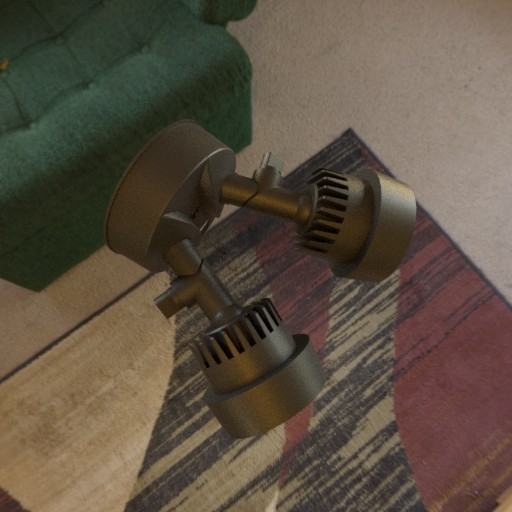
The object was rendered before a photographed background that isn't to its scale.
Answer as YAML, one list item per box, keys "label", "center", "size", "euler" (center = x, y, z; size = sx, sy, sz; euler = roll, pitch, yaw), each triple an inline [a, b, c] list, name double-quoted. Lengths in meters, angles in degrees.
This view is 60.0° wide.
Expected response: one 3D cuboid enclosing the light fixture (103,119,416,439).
- label: "light fixture"
  center: [0.000, 0.000, 0.307]
  size: [0.168, 0.120, 0.213]
  euler: [34, 77, 9]
